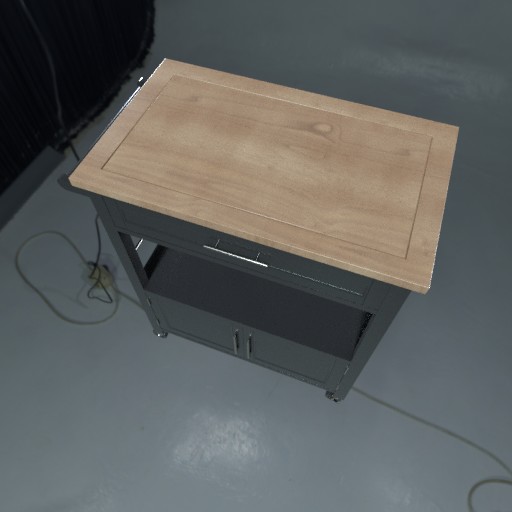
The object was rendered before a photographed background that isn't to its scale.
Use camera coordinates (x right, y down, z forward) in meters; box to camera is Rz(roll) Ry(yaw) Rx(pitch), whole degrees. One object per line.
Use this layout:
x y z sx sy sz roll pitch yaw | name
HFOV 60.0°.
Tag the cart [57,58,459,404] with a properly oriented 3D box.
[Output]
0.000 0.000 1.375 0.840 0.901 0.459 17 59 11 | cart
